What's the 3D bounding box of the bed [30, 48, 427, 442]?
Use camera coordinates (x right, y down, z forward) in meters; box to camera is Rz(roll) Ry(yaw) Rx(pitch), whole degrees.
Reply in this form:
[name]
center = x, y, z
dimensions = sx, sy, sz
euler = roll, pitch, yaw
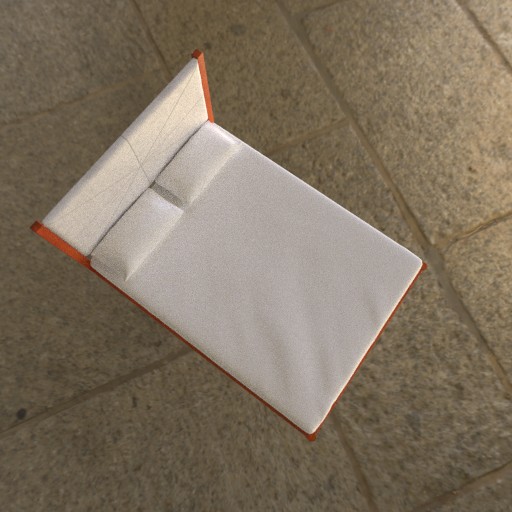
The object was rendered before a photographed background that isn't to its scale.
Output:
[bed]
center = 0.000, 0.000, 3.121
dimensions = 2.117, 1.165, 1.566
euler = 35, 77, 10
